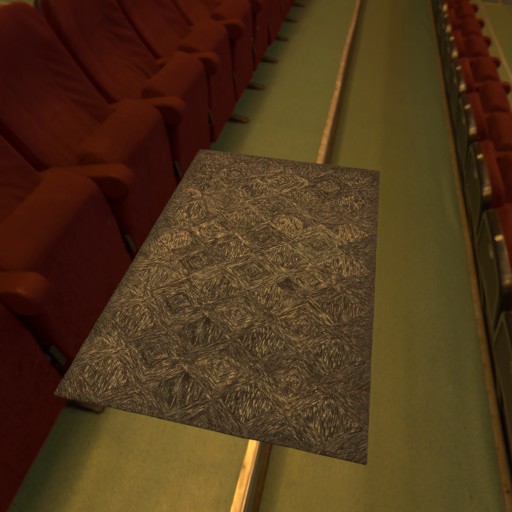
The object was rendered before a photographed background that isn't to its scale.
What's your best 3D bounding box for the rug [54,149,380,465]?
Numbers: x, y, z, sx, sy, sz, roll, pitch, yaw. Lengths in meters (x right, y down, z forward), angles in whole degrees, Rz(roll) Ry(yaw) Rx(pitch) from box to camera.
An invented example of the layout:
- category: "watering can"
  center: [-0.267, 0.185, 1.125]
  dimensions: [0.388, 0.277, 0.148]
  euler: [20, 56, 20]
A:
- category: "rug"
  center: [0.000, 0.000, 2.150]
  dimensions: [1.139, 0.010, 1.754]
  euler: [9, 45, 9]
